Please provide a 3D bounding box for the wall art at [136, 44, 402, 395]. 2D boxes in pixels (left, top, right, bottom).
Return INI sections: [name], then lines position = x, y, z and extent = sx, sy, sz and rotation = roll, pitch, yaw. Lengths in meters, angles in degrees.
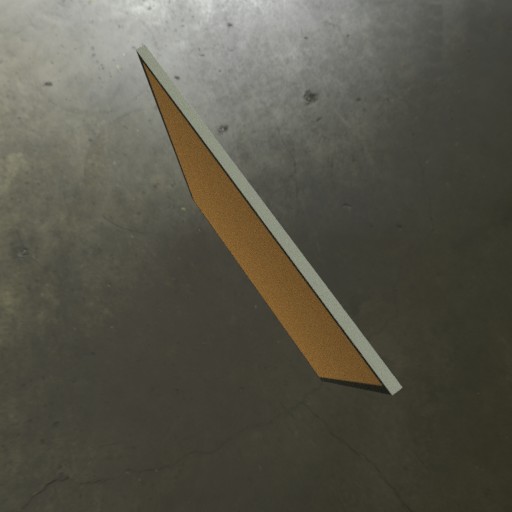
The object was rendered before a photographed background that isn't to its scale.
[wall art]
position = 0.000, 0.000, 1.194
extent = 0.022, 0.803, 0.805
rotation = -34, 78, -8
